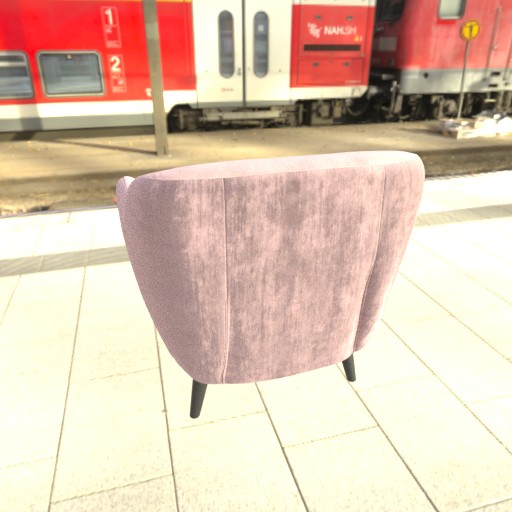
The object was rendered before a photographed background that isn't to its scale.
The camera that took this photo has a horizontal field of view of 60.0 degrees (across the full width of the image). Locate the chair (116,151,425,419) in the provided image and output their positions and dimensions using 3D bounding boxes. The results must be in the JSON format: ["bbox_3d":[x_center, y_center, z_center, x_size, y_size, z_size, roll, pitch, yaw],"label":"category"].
[{"bbox_3d":[0.000,0.000,1.483,0.840,0.820,0.820,-8,27,-16],"label":"chair"}]
